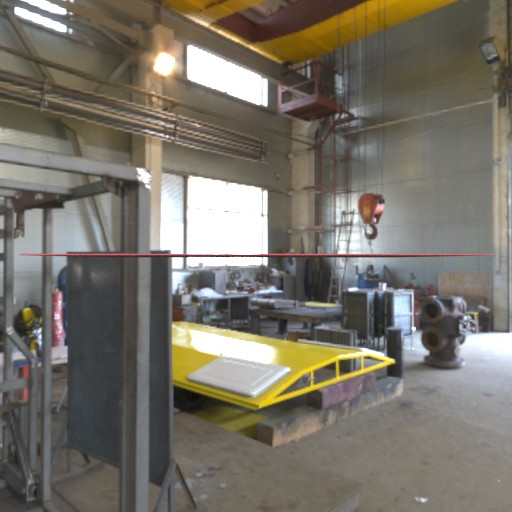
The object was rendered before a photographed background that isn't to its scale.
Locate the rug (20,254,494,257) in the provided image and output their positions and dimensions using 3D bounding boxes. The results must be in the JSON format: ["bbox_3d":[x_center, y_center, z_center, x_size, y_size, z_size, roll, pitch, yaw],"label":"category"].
[{"bbox_3d":[0.000,0.000,2.298,1.814,0.008,1.209,0,-1,-1],"label":"rug"}]
